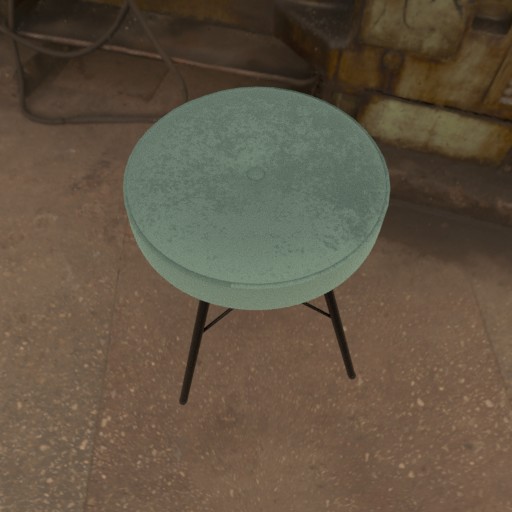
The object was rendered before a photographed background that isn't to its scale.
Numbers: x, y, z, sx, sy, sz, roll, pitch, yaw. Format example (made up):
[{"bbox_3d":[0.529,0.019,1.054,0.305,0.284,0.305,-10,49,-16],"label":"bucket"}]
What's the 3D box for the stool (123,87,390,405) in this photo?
[{"bbox_3d":[0.000,0.000,0.885,0.458,0.519,0.457,0,58,0],"label":"stool"}]
